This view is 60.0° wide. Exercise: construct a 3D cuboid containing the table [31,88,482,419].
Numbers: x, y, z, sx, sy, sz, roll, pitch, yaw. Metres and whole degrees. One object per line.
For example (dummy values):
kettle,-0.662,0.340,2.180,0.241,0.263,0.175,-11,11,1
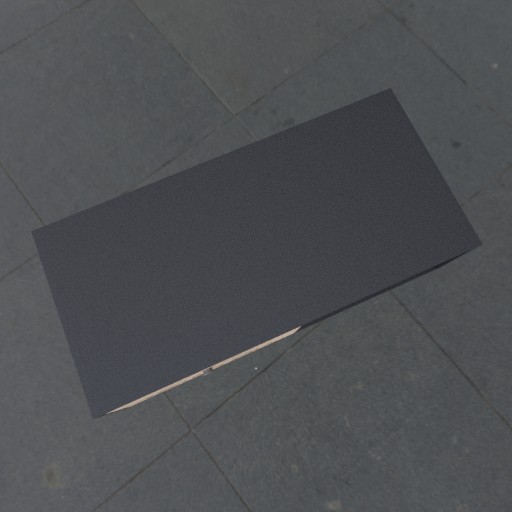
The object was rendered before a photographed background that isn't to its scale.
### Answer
table,0.000,0.000,1.389,1.100,0.400,0.550,-23,77,-6
